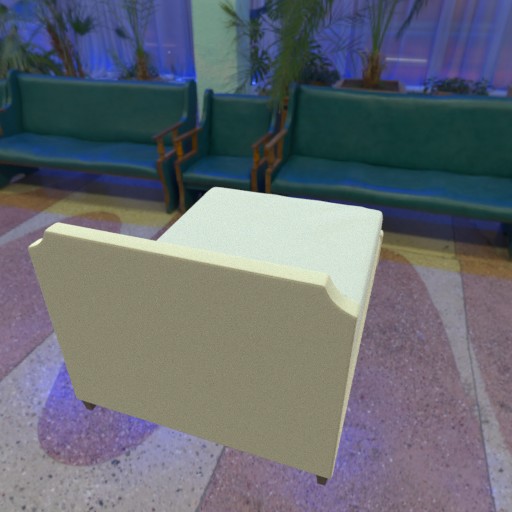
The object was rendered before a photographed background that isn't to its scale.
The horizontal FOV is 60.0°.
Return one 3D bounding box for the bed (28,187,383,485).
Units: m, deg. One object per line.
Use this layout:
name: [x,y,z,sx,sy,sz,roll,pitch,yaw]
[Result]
bed: [0.000,0.000,3.281,1.703,1.415,2.329,11,34,16]
